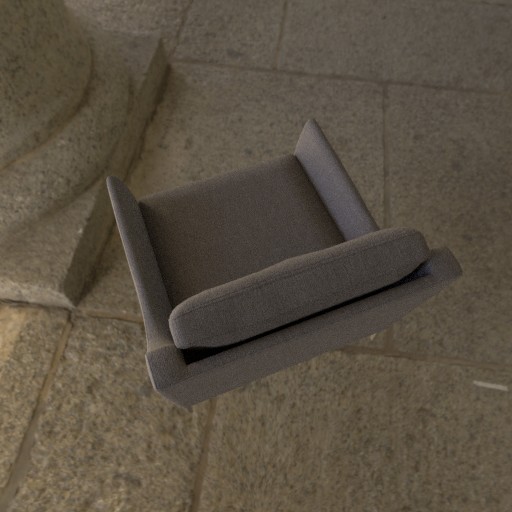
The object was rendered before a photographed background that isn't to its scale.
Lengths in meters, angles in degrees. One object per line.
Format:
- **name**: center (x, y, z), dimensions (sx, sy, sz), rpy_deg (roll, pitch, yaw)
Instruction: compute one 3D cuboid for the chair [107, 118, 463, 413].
- **chair**: center (0.000, 0.000, 1.542), dimensions (0.847, 0.828, 0.849), rpy_deg (-19, 61, -11)
